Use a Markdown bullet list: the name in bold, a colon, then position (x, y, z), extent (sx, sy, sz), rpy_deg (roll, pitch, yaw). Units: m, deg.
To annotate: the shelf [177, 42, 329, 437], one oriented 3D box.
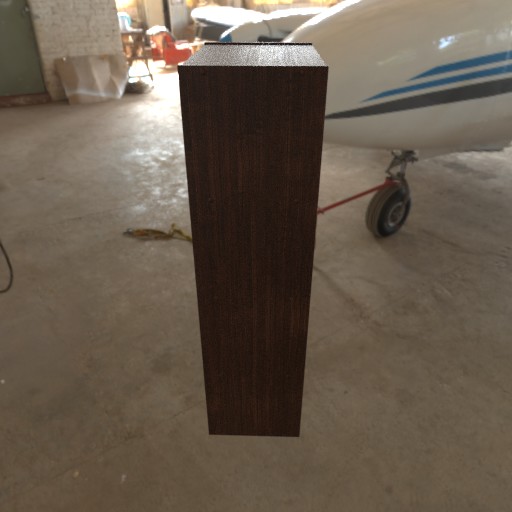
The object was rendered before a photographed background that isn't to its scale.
- **shelf**: position (0.000, 0.000, 1.306), extent (0.290, 1.099, 0.415), rpy_deg (1, 31, 1)
